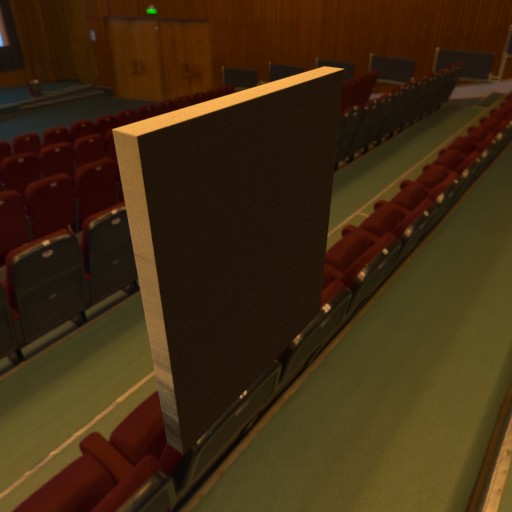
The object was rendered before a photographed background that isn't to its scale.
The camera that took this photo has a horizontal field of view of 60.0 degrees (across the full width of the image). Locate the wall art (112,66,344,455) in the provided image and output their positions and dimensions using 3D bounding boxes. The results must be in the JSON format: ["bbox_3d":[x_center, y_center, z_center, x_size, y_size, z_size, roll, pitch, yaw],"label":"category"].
[{"bbox_3d":[0.000,0.000,0.719,0.037,0.511,0.435,22,39,30],"label":"wall art"}]
